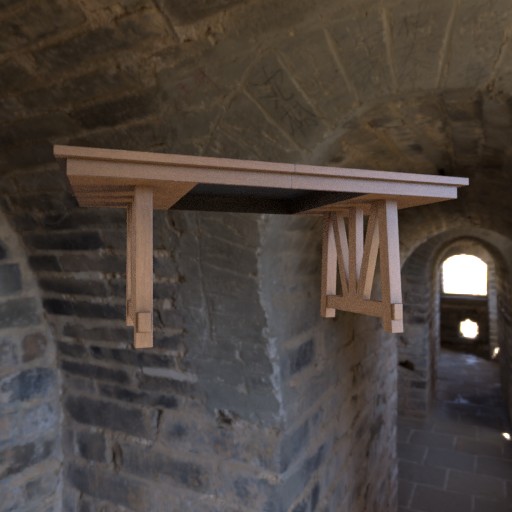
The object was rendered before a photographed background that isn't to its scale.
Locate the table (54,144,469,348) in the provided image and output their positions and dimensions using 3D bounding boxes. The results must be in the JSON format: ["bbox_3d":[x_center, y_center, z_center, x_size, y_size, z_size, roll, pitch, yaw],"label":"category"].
[{"bbox_3d":[0.000,0.000,2.365,1.881,0.768,1.016,0,-1,-19],"label":"table"}]
